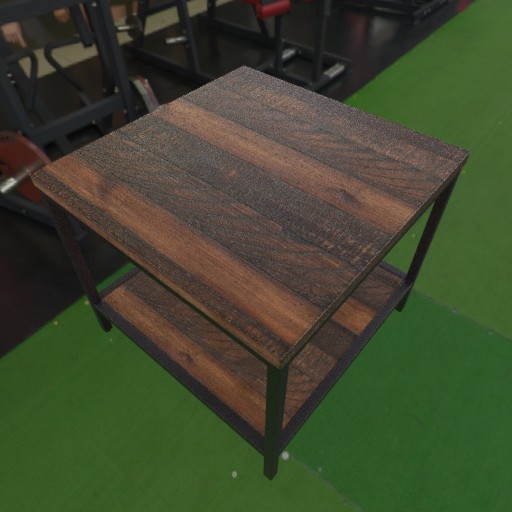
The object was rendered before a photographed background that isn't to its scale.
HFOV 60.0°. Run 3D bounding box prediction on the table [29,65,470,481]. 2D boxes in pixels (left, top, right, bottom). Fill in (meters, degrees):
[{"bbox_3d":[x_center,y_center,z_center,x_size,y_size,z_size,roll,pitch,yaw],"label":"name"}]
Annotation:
[{"bbox_3d":[0.000,0.000,0.954,0.548,0.482,0.553,32,55,26],"label":"table"}]
